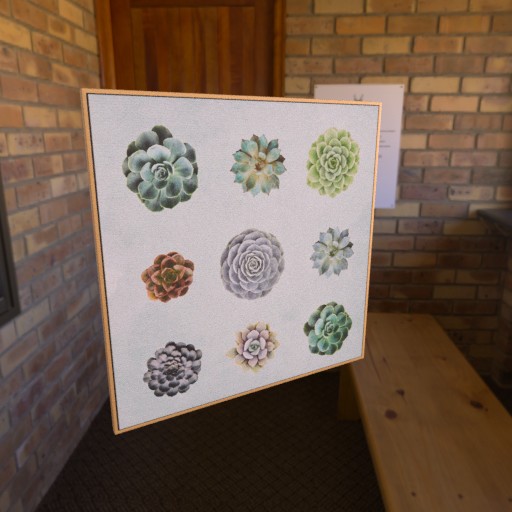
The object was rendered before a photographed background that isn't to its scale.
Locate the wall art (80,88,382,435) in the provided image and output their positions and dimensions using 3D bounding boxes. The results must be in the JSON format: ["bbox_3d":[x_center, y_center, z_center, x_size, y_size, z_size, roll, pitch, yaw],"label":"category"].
[{"bbox_3d":[0.000,0.000,0.671,0.457,0.455,0.013,-8,17,-28],"label":"wall art"}]
